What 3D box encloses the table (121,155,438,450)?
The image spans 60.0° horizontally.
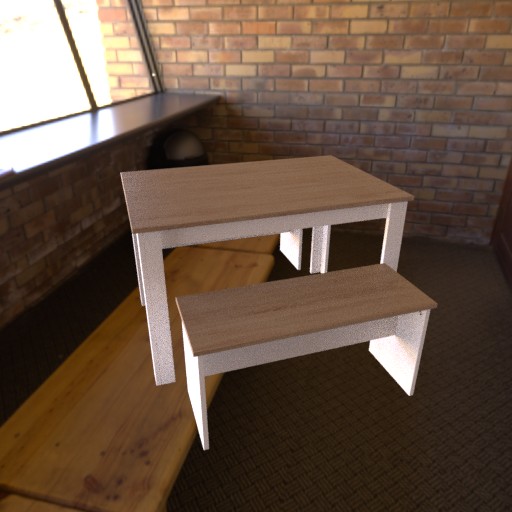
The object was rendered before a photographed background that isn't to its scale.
[{"bbox_3d":[0.000,0.000,2.080,1.100,0.700,1.443,-8,27,-16],"label":"table"}]
